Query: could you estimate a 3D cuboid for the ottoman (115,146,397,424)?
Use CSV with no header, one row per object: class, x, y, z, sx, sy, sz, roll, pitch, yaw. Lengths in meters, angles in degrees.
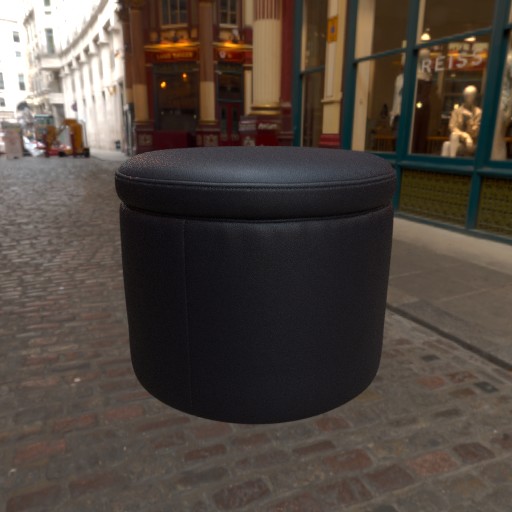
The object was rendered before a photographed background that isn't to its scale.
ottoman,0.000,0.000,0.865,0.501,0.409,0.501,0,16,0
